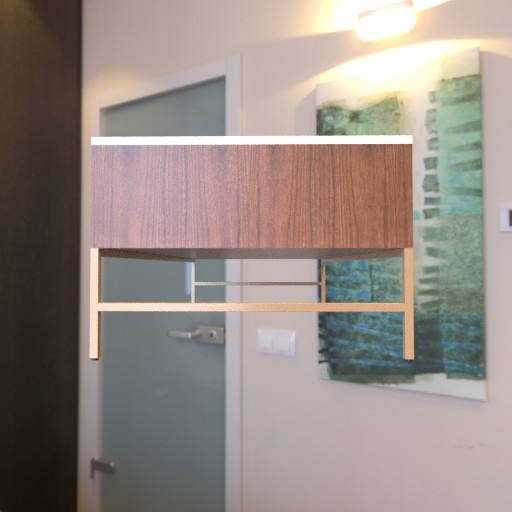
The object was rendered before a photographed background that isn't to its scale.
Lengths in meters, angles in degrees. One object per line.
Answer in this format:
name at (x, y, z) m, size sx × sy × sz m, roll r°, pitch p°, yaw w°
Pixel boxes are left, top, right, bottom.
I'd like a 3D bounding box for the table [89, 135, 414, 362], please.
table at (0.000, 0.000, 1.859) m, size 0.789 × 0.551 × 1.553 m, roll 0°, pitch -1°, yaw 1°
